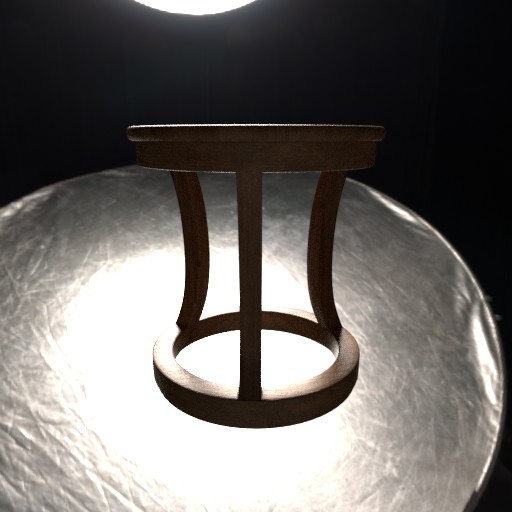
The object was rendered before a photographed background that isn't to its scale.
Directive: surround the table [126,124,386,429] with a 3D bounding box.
[{"bbox_3d":[0.000,0.000,0.825,0.432,0.460,0.432,0,15,0],"label":"table"}]
